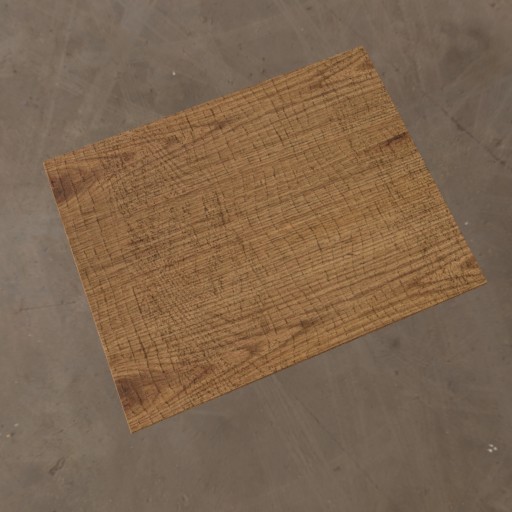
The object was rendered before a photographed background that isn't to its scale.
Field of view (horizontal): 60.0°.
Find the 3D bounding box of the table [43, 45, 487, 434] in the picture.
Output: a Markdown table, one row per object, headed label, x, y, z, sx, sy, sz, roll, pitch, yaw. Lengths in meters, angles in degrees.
| label | x | y | z | sx | sy | sz | roll | pitch | yaw |
| --- | --- | --- | --- | --- | --- | --- | --- | --- | --- |
| table | 0.000 | 0.000 | 1.034 | 0.601 | 0.625 | 0.494 | -22 | 78 | -5 |
